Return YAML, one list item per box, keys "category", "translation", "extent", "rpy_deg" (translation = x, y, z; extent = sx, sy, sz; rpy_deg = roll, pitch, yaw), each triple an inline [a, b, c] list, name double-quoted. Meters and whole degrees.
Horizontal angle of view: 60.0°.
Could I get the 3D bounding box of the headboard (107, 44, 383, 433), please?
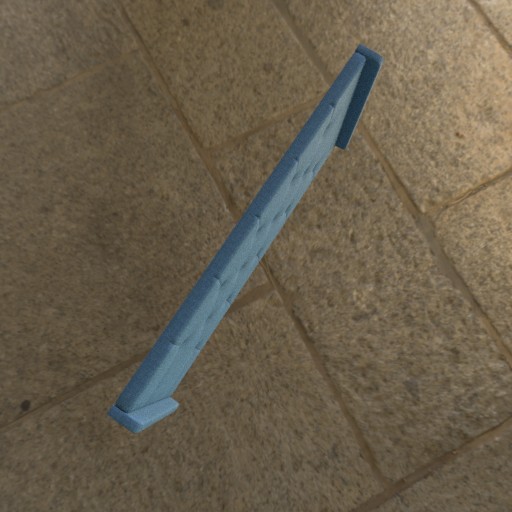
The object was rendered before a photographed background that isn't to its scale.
- category: "headboard"
  translation: [0.000, 0.000, 2.706]
  extent: [0.184, 1.524, 2.051]
  rpy_deg: [32, 79, 7]
